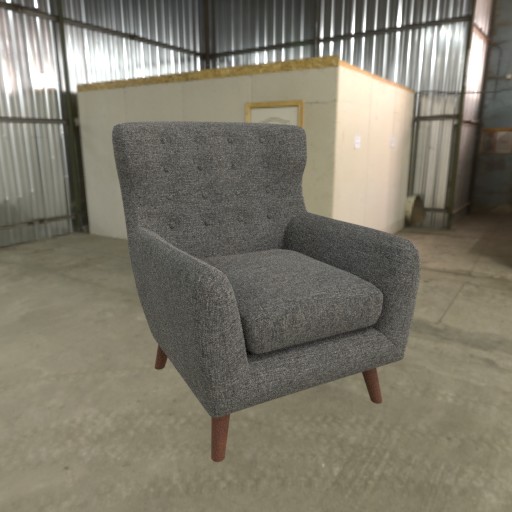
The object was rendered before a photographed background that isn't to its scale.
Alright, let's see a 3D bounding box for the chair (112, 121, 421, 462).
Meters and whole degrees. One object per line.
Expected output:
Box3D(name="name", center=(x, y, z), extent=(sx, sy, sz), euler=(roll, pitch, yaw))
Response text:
Box3D(name="chair", center=(0.000, 0.000, 1.752), extent=(0.889, 1.039, 0.940), euler=(-8, 17, -27))
